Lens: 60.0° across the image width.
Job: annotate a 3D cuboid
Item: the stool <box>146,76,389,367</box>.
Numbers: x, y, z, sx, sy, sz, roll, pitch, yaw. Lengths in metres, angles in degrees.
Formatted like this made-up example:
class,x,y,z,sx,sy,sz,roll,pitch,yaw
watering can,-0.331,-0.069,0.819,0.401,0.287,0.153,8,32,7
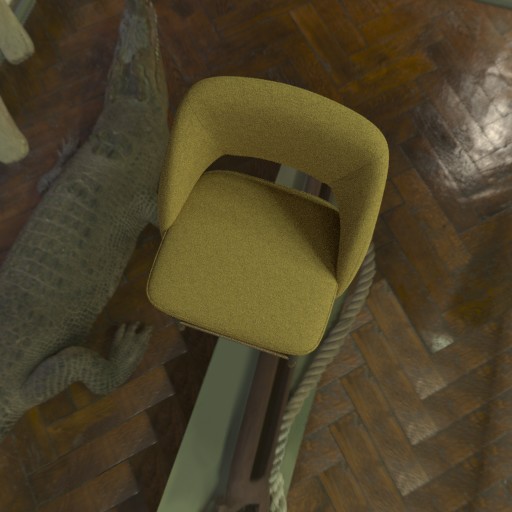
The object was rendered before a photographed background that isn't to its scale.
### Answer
class,x,y,z,sx,sy,sz,roll,pitch,yaw
stool,0.000,0.000,1.292,0.536,0.939,0.522,18,77,4
